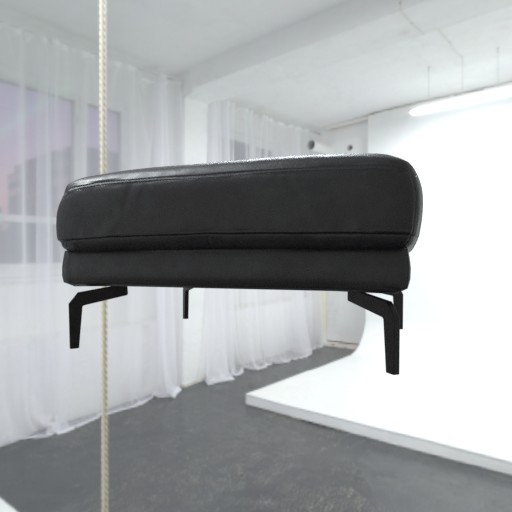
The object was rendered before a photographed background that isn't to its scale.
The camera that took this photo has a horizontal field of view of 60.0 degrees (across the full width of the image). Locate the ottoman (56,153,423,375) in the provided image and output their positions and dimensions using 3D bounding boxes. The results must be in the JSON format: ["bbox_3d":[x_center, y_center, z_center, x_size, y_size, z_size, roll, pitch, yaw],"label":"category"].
[{"bbox_3d":[0.000,0.000,1.090,0.764,0.402,0.570,0,0,19],"label":"ottoman"}]
